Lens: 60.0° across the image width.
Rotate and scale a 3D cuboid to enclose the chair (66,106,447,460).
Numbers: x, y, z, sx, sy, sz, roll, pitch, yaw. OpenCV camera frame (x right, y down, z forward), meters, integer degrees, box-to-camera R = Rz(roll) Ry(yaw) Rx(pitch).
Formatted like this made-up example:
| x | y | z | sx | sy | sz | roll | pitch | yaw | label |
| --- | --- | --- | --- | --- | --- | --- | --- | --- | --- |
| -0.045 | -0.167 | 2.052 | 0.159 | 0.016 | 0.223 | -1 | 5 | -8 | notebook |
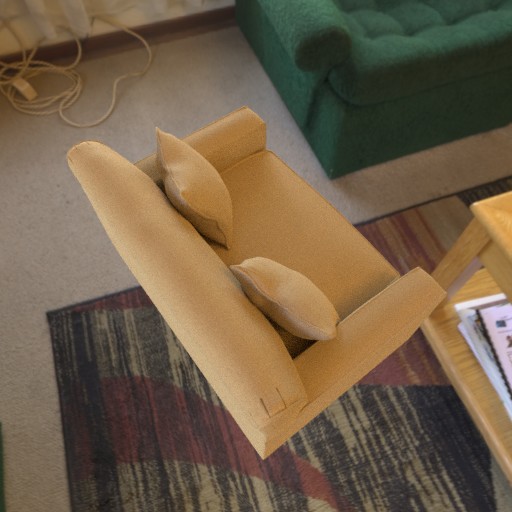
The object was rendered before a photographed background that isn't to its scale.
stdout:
| x | y | z | sx | sy | sz | roll | pitch | yaw | label |
| --- | --- | --- | --- | --- | --- | --- | --- | --- | --- |
| 0.000 | 0.000 | 2.065 | 1.000 | 0.948 | 1.383 | -33 | 65 | -18 | chair |
